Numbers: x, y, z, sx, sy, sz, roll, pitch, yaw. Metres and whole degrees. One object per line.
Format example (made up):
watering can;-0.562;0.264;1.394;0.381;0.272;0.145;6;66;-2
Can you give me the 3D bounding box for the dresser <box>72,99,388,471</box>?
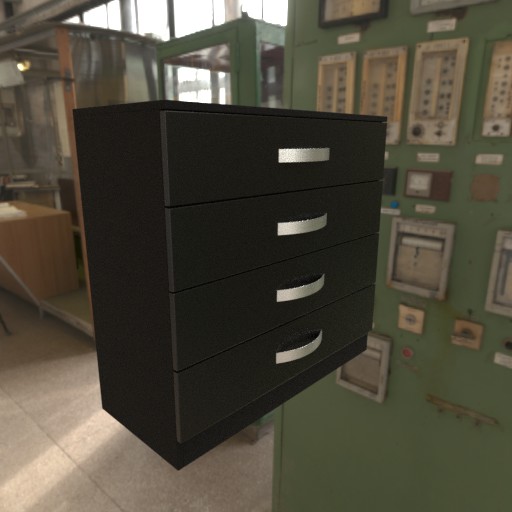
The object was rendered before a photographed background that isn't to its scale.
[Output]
dresser;0.000;0.000;1.171;0.360;0.720;0.750;14;20;42
